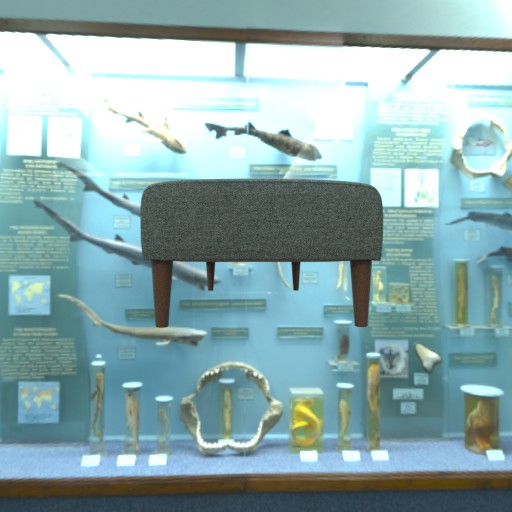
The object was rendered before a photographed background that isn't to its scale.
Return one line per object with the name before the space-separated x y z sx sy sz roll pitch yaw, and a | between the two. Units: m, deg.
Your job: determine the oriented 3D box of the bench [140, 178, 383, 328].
bench | 0.000 0.000 1.878 0.631 0.384 1.598 0 -1 -1
